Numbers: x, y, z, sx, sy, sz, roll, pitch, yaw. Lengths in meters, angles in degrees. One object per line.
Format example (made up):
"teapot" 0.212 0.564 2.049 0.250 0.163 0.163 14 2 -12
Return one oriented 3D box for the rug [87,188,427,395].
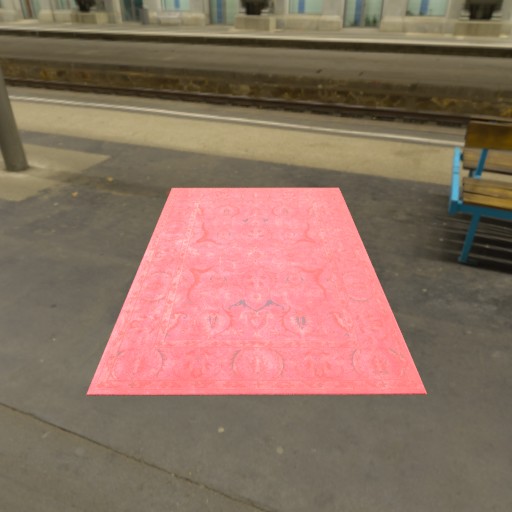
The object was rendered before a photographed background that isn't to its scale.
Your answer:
"rug" 0.000 0.000 3.032 1.534 0.010 2.423 0 31 0
